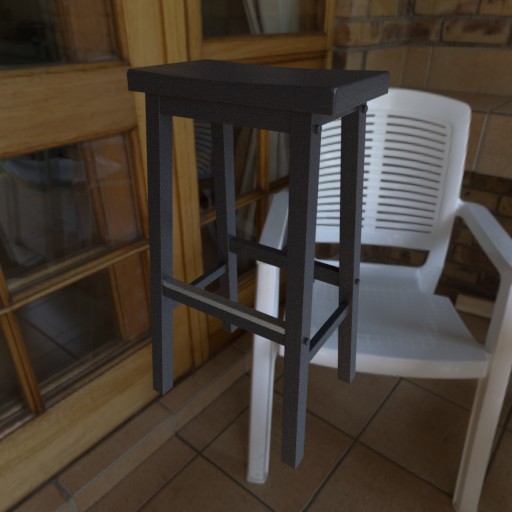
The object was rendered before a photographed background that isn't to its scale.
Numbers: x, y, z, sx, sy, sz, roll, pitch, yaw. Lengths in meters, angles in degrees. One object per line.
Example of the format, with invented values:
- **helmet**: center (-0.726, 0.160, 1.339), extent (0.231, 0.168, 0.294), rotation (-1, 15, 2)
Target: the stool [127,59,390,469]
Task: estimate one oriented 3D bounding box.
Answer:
- **stool**: center (0.000, 0.000, 0.953), extent (0.406, 0.742, 0.322), rotation (18, 33, 29)
